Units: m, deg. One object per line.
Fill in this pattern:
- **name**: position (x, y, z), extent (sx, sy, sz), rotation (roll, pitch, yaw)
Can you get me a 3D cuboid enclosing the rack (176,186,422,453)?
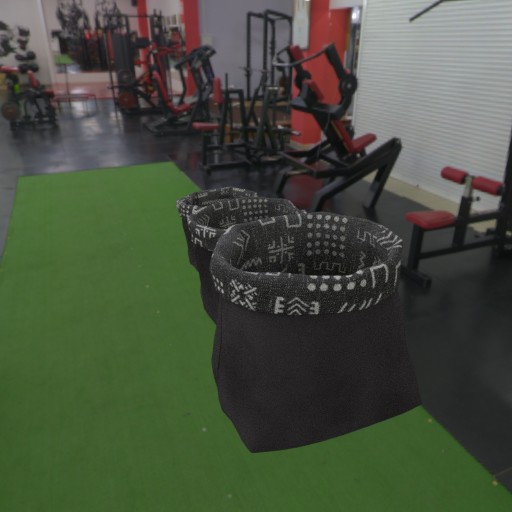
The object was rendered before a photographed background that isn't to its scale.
- **rack**: position (0.000, 0.000, 1.109), extent (0.379, 0.323, 0.905), rotation (-9, 27, -18)
